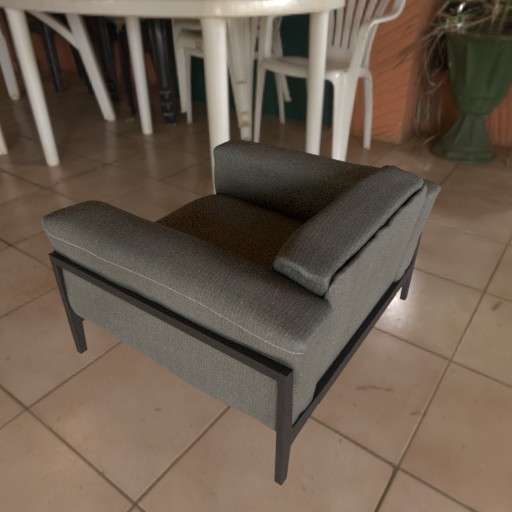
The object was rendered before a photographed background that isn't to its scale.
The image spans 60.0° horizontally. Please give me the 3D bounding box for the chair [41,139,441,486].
[{"bbox_3d":[0.000,0.000,1.626,0.969,0.646,1.056,21,38,29],"label":"chair"}]
